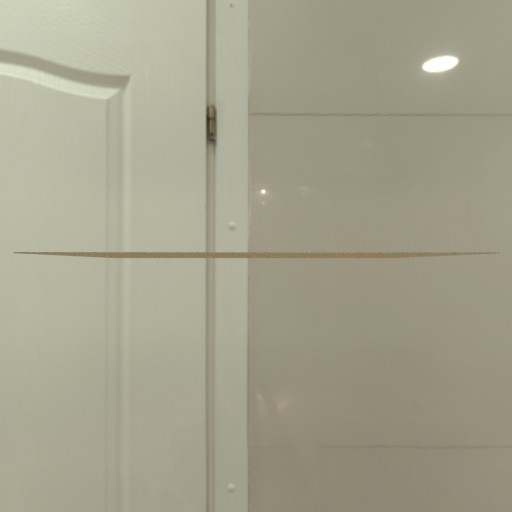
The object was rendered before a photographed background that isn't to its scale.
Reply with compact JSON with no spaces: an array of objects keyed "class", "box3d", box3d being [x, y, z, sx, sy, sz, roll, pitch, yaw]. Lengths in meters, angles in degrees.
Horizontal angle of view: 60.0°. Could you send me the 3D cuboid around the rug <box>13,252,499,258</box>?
[{"class":"rug","box3d":[0.000,0.000,3.630,2.895,0.006,1.982,0,-1,-1]}]
